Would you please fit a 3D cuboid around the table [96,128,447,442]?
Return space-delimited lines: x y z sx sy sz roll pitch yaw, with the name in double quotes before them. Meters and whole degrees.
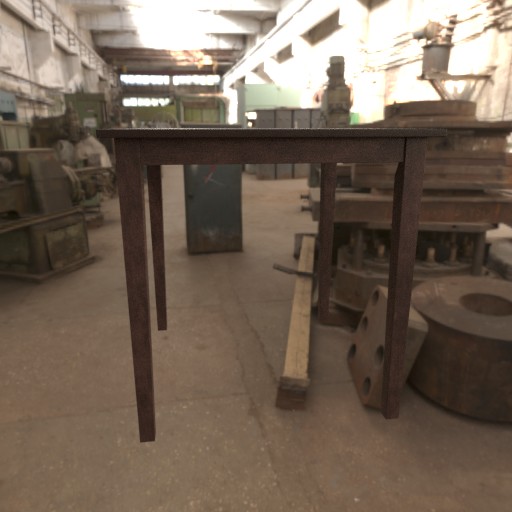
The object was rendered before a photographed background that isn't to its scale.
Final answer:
"table" 0.000 0.000 1.393 0.749 0.770 0.749 -2 16 -8
